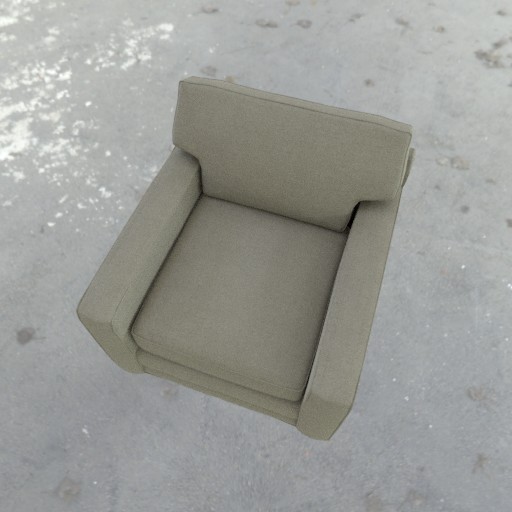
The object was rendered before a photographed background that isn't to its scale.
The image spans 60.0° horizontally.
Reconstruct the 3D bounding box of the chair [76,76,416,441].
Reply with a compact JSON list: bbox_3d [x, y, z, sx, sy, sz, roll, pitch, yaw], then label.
[{"bbox_3d":[0.000,0.000,1.809,0.999,0.934,1.044,16,59,10],"label":"chair"}]
